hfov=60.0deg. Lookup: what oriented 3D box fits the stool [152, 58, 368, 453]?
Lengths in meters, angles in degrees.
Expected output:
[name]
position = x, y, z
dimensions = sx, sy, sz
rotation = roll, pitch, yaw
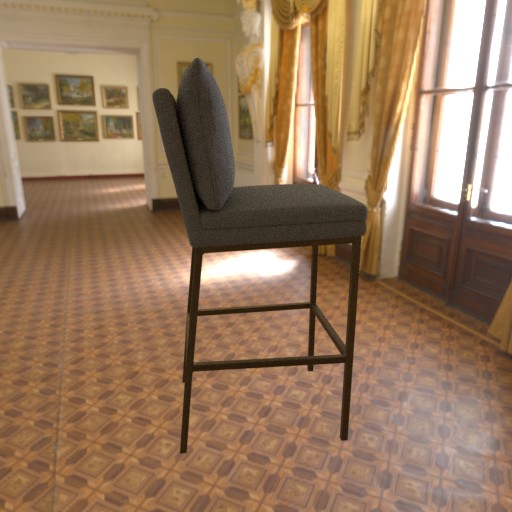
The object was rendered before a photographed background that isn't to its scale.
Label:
[stool]
position = 0.000, 0.000, 1.447
dimensions = 0.569, 1.132, 0.463
rotation = -2, 16, -8
